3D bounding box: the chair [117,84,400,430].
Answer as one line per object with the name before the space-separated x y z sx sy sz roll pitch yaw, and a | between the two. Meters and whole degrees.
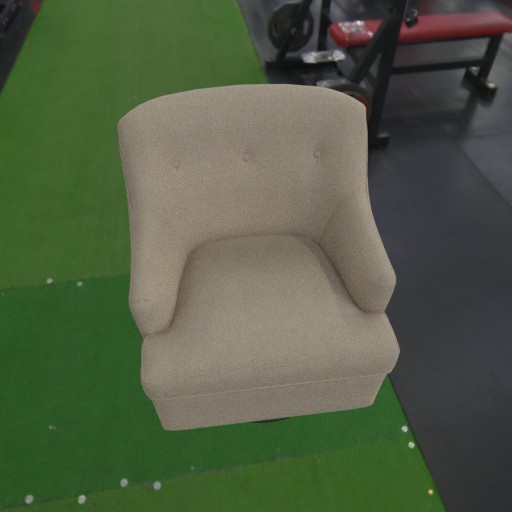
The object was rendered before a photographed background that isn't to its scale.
chair | 0.000 0.000 1.579 0.864 0.856 0.923 -5 48 -5
